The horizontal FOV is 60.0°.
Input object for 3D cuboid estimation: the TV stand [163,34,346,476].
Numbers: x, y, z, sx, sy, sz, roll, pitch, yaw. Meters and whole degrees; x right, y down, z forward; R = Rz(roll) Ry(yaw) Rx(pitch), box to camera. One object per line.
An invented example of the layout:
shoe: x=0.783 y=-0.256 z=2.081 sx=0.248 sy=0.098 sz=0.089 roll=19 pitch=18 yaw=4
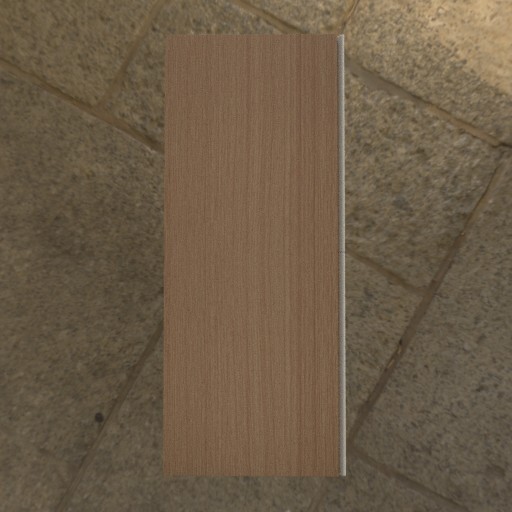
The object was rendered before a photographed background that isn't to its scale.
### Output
TV stand: x=0.000 y=0.000 z=1.324 sx=0.407 sy=0.660 sz=0.991 roll=0 pitch=89 yaw=1
